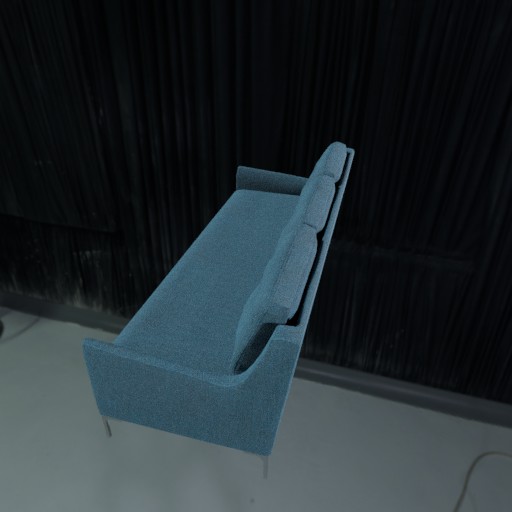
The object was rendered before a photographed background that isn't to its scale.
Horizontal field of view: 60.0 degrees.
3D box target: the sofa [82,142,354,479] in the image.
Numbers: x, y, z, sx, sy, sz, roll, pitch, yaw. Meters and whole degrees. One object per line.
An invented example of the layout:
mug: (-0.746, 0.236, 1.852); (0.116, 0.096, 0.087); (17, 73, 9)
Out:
sofa: (0.000, 0.000, 2.489); (0.849, 0.837, 2.060); (8, 32, 13)
